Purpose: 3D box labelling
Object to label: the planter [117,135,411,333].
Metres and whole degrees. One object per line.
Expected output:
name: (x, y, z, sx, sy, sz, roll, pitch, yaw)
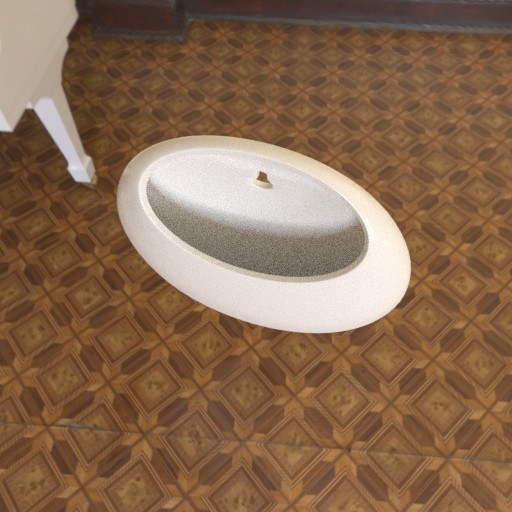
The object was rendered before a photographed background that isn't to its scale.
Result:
planter: (0.000, 0.000, 0.279, 0.185, 0.188, 0.043, 15, 59, 9)
